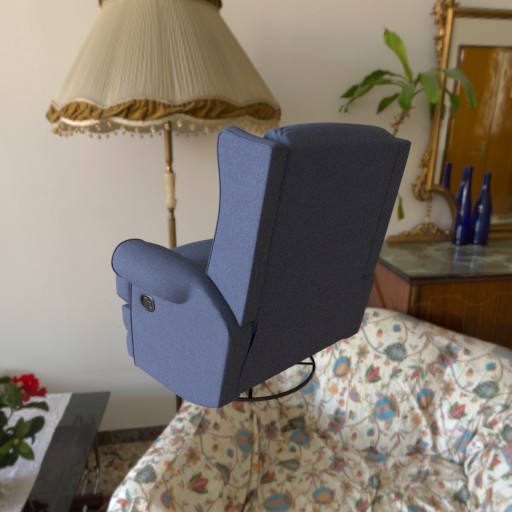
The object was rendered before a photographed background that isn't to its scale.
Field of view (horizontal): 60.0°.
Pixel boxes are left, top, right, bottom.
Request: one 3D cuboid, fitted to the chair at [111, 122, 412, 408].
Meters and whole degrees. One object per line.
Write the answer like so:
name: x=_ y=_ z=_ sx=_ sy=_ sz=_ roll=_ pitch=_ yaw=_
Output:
chair: x=0.000 y=0.000 z=1.784 sx=0.971 sy=1.020 sz=0.877 roll=-15 pitch=21 yaw=-43
